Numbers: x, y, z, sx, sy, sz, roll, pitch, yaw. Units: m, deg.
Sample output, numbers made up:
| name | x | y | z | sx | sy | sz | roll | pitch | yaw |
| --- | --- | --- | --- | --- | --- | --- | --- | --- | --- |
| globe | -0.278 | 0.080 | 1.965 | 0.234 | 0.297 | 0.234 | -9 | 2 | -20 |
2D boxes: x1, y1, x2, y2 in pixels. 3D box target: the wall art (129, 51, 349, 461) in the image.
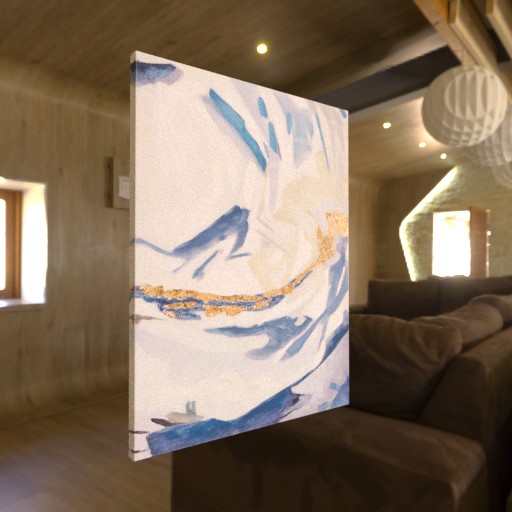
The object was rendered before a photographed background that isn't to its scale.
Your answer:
| name | x | y | z | sx | sy | sz | roll | pitch | yaw |
| --- | --- | --- | --- | --- | --- | --- | --- | --- | --- |
| wall art | 0.000 | 0.000 | 1.326 | 0.761 | 1.015 | 0.038 | 1 | -1 | -35 |
